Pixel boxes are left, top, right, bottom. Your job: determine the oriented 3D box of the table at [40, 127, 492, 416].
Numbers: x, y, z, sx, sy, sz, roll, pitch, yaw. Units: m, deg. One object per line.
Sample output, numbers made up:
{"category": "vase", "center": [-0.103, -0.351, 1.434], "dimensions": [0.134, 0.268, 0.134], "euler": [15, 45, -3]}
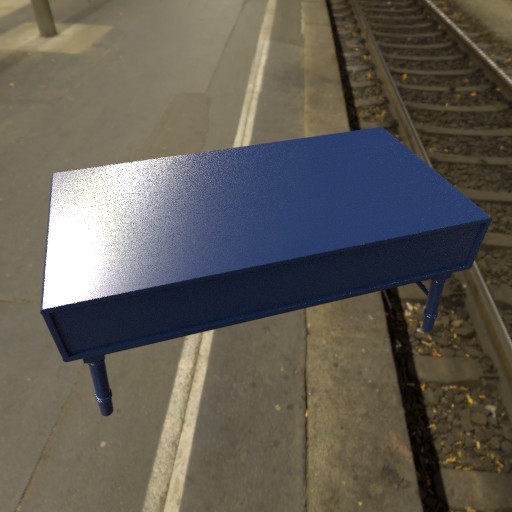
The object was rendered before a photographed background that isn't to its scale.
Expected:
{"category": "table", "center": [0.000, 0.000, 1.345], "dimensions": [1.067, 0.457, 0.572], "euler": [-11, 42, -13]}
